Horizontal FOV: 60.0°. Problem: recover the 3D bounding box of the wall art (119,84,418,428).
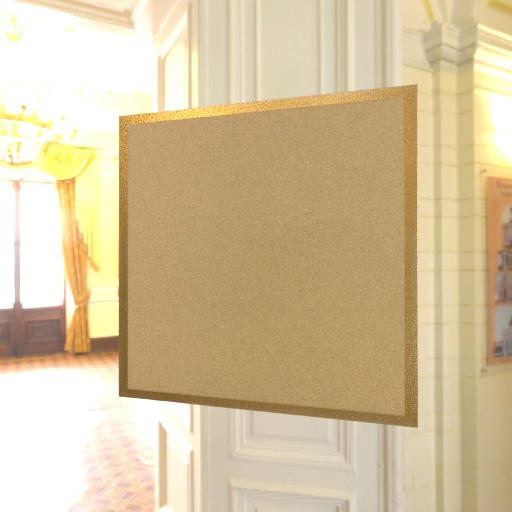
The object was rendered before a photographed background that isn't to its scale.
[{"bbox_3d":[0.000,0.000,0.746,0.510,0.509,0.033,0,0,17],"label":"wall art"}]
